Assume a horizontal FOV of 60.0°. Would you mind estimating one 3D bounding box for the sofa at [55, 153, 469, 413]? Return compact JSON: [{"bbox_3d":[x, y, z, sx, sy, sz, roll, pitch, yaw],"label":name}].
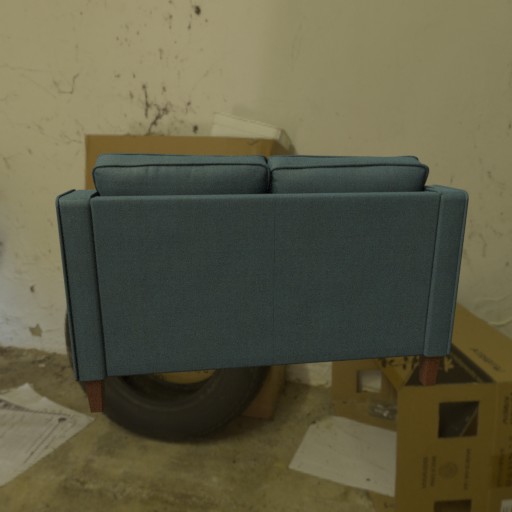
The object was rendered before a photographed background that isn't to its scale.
[{"bbox_3d":[0.000,0.000,2.127,1.501,0.971,0.987,-2,14,-8],"label":"sofa"}]
